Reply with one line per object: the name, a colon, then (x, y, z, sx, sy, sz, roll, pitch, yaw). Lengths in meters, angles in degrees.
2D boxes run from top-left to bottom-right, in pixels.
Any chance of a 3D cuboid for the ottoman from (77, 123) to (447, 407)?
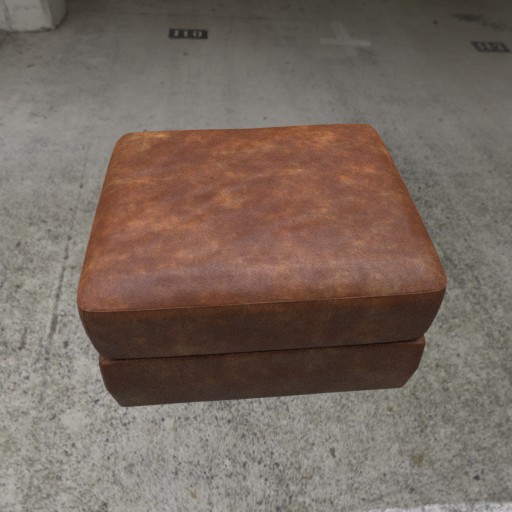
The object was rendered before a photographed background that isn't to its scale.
ottoman: (0.000, 0.000, 1.148, 0.751, 0.476, 0.603, -3, 47, -3)
